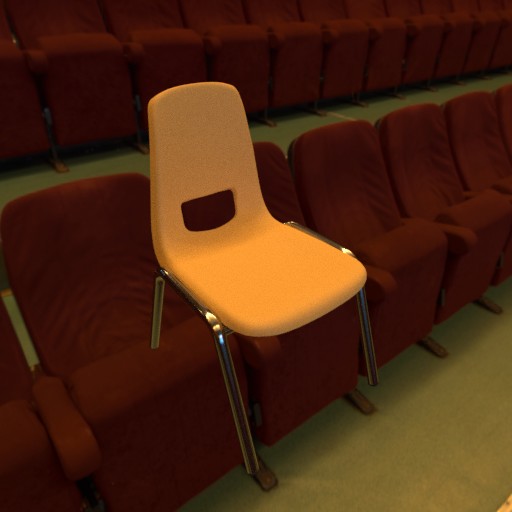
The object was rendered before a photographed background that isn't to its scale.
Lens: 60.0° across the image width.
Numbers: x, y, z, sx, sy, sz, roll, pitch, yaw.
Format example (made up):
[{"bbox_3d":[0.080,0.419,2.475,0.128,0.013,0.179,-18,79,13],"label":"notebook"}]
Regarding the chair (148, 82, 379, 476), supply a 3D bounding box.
[{"bbox_3d":[0.000,0.000,0.863,0.354,0.586,0.423,-22,37,-32],"label":"chair"}]
